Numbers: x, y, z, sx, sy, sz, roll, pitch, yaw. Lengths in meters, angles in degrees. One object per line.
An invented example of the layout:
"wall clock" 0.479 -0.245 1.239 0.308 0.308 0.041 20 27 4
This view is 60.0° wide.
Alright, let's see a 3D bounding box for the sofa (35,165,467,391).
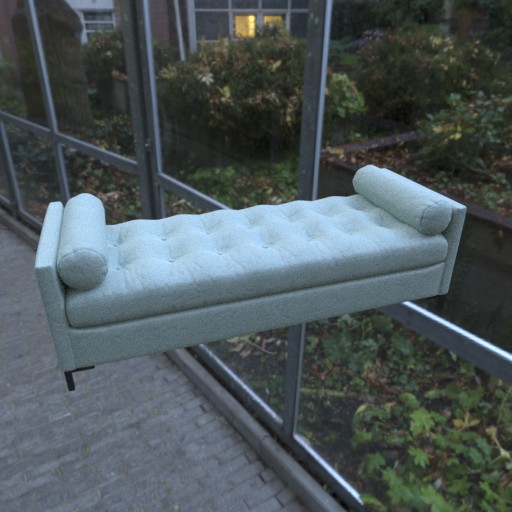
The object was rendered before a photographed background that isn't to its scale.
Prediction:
"sofa" 0.000 0.000 2.465 2.102 0.705 0.796 -9 28 -16
